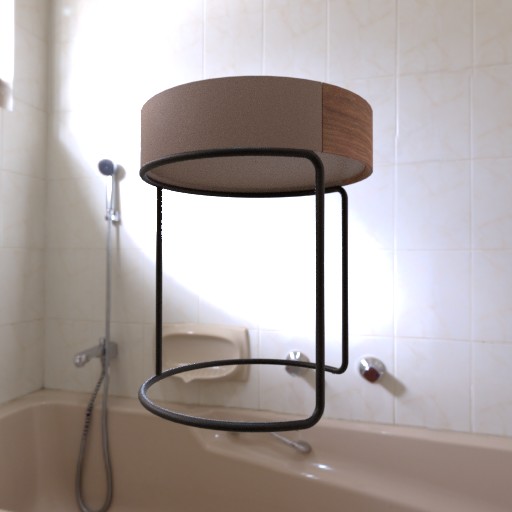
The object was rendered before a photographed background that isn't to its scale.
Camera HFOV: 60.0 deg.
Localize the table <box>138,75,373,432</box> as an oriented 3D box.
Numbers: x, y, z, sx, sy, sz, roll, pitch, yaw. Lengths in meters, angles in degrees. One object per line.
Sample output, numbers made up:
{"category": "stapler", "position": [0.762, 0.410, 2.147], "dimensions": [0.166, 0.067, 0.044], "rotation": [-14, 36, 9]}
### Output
{"category": "table", "position": [0.000, 0.000, 0.877], "dimensions": [0.450, 0.530, 0.450], "rotation": [0, -1, 0]}
